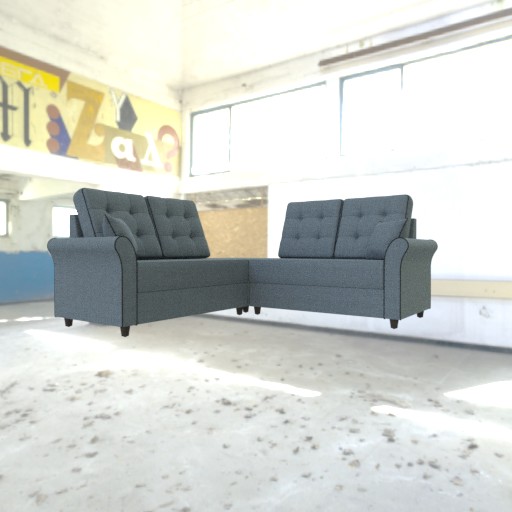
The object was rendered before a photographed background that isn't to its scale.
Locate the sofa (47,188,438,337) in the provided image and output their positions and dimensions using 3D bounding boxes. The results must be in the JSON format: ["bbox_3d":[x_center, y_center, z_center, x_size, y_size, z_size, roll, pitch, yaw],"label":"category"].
[{"bbox_3d":[0.000,0.000,3.292,2.070,0.988,2.068,0,1,36],"label":"sofa"}]
